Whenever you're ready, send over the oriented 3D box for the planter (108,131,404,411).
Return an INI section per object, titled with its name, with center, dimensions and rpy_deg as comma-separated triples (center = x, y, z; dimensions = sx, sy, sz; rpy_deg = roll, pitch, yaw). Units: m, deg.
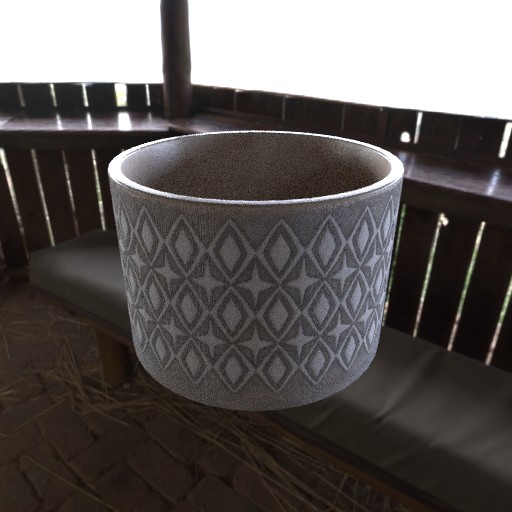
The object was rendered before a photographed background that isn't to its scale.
[planter]
center = 0.000, 0.000, 0.284
dimensions = 0.164, 0.127, 0.164
rpy_deg = 0, 26, 0
